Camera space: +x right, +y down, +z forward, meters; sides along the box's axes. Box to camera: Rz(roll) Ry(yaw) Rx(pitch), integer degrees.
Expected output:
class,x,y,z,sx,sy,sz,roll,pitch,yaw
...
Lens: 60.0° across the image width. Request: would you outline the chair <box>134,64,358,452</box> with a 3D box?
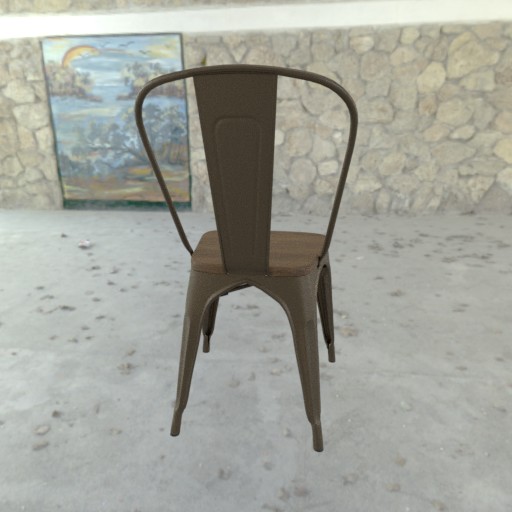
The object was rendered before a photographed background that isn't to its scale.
class,x,y,z,sx,sy,sz,roll,pitch,yaw
chair,0.000,0.000,1.138,0.451,0.844,0.532,2,16,9
